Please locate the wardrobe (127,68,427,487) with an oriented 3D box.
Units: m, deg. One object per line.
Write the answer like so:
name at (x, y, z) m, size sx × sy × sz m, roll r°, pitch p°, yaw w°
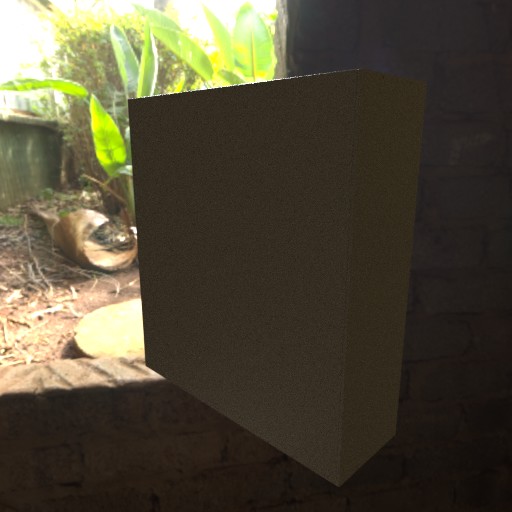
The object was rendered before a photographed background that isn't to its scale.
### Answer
wardrobe at (0.000, 0.000, 2.797) m, size 1.780 × 1.960 × 0.629 m, roll 14°, pitch 20°, yaw 43°
